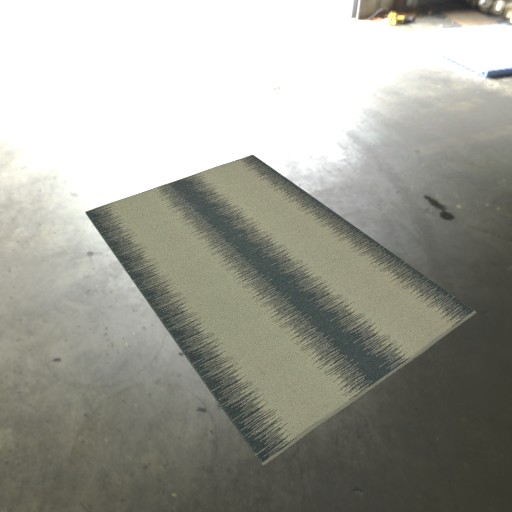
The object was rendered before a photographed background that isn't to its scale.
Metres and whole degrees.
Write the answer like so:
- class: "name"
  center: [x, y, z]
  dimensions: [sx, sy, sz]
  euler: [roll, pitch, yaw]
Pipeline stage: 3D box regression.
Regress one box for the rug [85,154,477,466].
- class: "rug"
  center: [0.000, 0.000, 2.375]
  dimensions: [1.234, 0.006, 1.854]
  euler: [-25, 47, -25]
